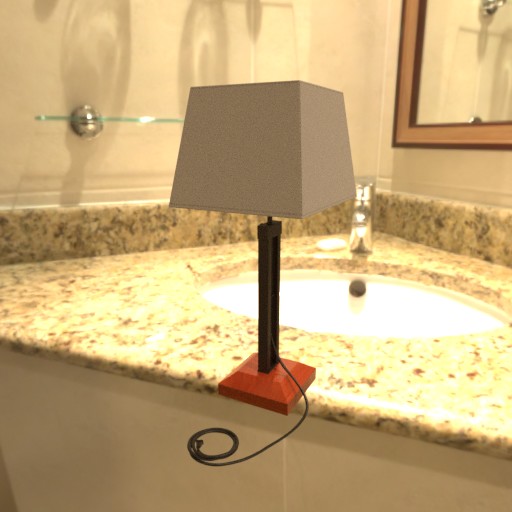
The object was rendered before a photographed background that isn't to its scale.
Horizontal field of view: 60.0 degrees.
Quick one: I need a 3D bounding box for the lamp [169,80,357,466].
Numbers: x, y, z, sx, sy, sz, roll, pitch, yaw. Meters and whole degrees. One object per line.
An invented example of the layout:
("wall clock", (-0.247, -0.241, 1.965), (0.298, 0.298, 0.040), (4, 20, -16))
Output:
("lamp", (0.000, 0.000, 1.000), (0.310, 0.737, 0.498), (8, 17, 27))
